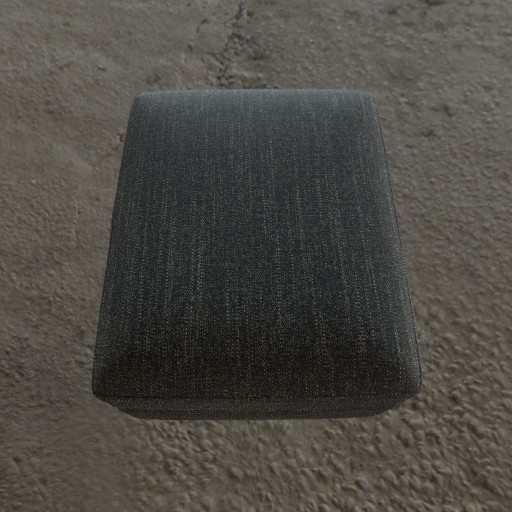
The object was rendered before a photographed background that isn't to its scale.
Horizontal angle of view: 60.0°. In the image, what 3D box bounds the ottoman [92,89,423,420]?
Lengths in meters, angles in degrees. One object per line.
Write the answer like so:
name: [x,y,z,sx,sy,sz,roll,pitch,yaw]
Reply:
ottoman: [0.000,0.000,1.192,0.667,0.491,0.814,0,64,0]
